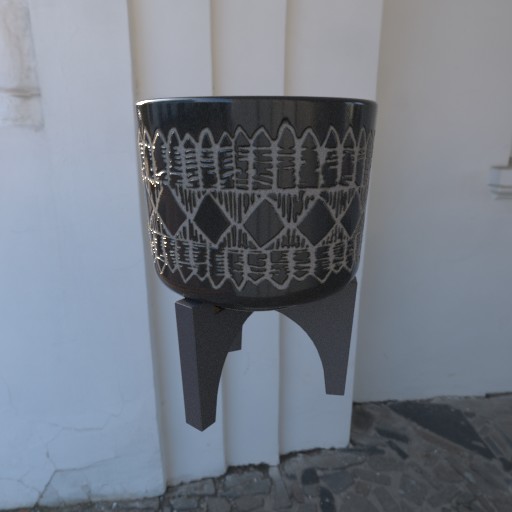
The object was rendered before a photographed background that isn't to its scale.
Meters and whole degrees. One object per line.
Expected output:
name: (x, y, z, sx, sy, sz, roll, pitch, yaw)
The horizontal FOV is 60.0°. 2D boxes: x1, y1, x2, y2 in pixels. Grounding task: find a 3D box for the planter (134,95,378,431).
planter: (0.000, 0.000, 0.404, 0.196, 0.264, 0.196, 2, 17, 8)
